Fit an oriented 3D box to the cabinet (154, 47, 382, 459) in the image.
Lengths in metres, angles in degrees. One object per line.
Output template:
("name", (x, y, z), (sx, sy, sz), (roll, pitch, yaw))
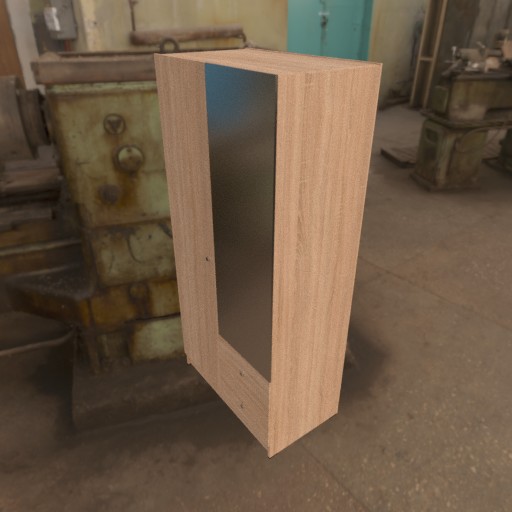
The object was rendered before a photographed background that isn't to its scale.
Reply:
("cabinet", (0.000, 0.000, 2.587), (0.590, 2.121, 1.001), (-20, 35, -31))
